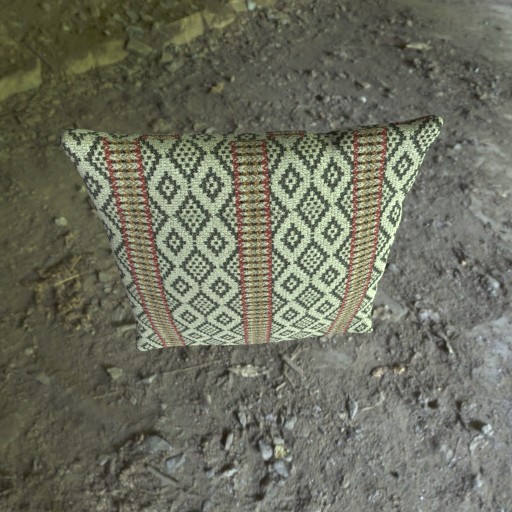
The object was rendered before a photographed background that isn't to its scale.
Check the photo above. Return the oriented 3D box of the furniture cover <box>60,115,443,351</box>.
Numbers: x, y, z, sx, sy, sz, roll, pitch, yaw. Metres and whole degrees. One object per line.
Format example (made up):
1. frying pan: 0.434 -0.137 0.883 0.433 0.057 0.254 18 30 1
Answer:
1. furniture cover: 0.000 0.000 0.762 0.503 0.506 0.182 -4 47 -3
